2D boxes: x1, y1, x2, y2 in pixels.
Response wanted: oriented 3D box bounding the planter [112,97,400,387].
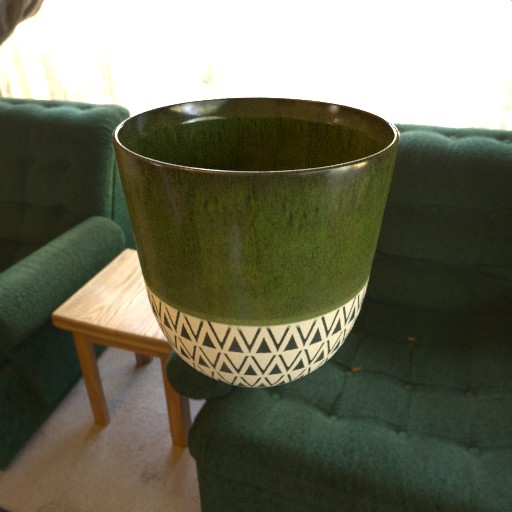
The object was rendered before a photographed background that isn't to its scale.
[{"bbox_3d":[0.000,0.000,0.460,0.245,0.270,0.245,0,31,0],"label":"planter"}]
